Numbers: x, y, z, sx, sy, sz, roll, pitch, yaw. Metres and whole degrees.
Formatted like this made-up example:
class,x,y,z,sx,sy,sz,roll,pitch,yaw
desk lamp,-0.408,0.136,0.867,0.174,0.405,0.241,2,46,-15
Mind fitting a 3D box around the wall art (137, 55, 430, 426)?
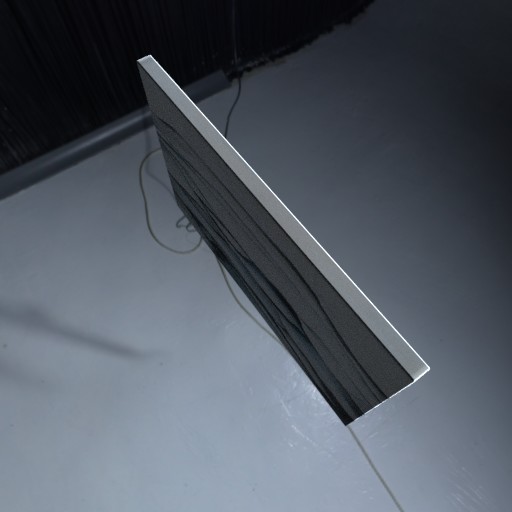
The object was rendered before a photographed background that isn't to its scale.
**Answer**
class,x,y,z,sx,sy,sz,roll,pitch,yaw
wall art,0.000,0.000,1.149,0.039,0.609,0.914,-33,67,-15
